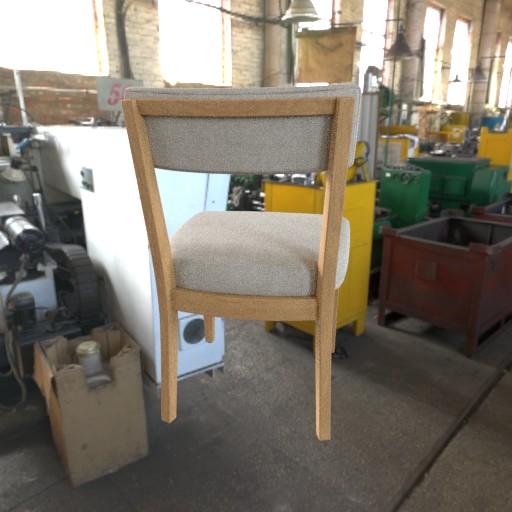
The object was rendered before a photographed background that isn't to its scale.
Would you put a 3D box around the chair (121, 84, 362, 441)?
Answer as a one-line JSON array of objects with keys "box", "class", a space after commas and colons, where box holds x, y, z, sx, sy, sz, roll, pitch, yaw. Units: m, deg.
[{"box": [0.000, 0.000, 1.200, 0.508, 0.832, 0.572, 3, 17, 9], "class": "chair"}]
